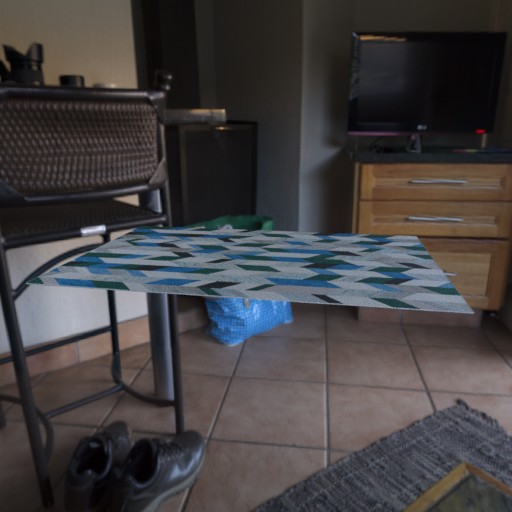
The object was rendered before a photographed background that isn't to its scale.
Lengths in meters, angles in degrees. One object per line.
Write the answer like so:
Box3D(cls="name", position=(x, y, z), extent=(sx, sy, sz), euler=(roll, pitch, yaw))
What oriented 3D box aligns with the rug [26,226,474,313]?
Box3D(cls="rug", position=(0.000, 0.000, 2.341), extent=(1.827, 0.005, 1.229), euler=(3, 16, 10))
